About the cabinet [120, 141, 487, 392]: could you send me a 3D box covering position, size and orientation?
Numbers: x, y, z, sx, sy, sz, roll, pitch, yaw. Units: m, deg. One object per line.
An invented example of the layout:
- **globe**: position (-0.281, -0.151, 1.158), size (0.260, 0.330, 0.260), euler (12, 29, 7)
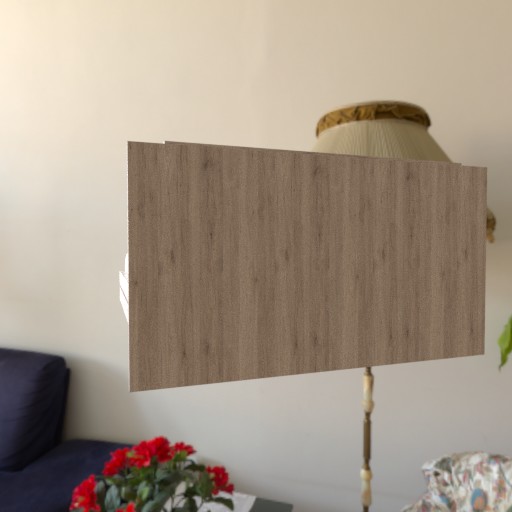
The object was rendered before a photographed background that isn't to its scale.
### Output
- **cabinet**: position (0.000, 0.000, 2.947), size (1.750, 0.970, 2.080), euler (-1, 2, -19)
